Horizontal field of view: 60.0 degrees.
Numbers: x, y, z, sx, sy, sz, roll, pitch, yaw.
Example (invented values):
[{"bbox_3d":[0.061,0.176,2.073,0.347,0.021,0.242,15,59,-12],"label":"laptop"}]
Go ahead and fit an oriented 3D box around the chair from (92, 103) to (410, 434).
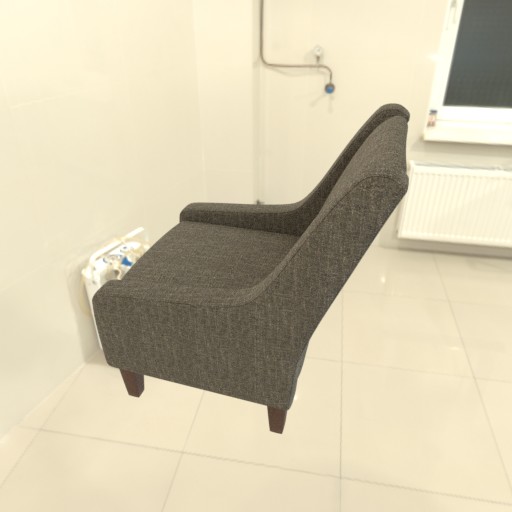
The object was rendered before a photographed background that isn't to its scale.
[{"bbox_3d":[0.000,0.000,1.664,0.944,1.012,0.793,9,32,14],"label":"chair"}]
